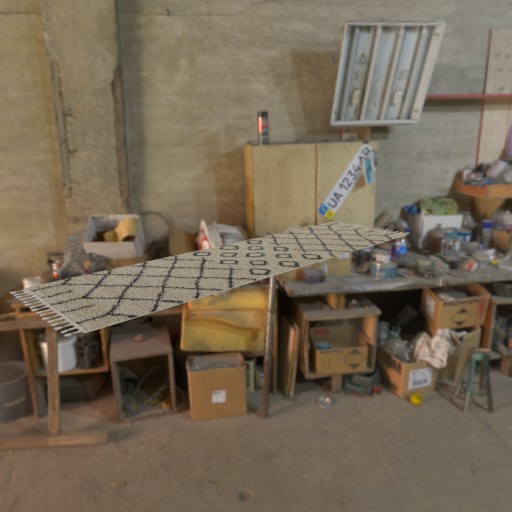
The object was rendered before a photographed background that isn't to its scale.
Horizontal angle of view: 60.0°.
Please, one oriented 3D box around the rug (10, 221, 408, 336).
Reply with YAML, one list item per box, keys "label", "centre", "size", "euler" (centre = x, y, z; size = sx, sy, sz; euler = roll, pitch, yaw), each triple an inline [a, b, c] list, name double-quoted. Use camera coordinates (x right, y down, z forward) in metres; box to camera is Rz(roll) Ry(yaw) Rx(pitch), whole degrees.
- label: "rug"
  centre: [0.000, 0.000, 2.592]
  size: [2.464, 0.005, 0.660]
  euler: [-14, 21, -42]
